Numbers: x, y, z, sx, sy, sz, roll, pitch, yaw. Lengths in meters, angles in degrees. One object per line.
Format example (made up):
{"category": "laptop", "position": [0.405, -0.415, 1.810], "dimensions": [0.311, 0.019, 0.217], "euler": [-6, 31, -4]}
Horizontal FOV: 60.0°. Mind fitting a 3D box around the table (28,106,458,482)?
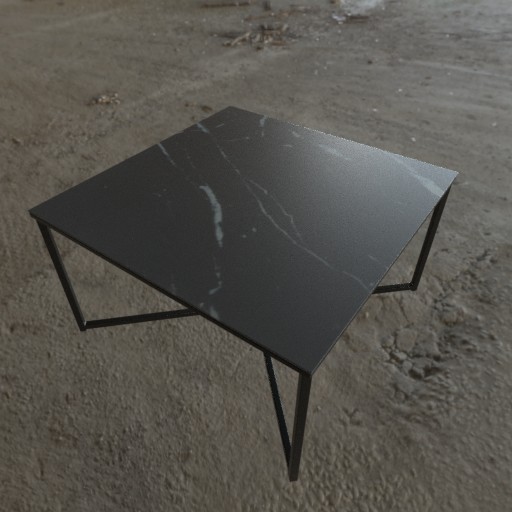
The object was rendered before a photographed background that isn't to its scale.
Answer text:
{"category": "table", "position": [0.000, 0.000, 1.297], "dimensions": [0.800, 0.450, 0.800], "euler": [25, 47, 26]}
